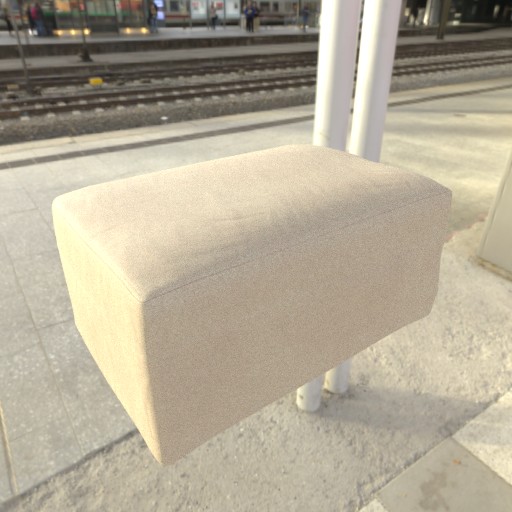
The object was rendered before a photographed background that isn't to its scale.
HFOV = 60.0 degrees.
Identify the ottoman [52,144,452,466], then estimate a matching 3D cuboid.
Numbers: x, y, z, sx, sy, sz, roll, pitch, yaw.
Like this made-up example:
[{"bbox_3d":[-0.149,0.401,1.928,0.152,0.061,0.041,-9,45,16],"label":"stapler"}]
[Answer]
[{"bbox_3d":[0.000,0.000,1.162,0.872,0.444,0.590,-20,34,-31],"label":"ottoman"}]
